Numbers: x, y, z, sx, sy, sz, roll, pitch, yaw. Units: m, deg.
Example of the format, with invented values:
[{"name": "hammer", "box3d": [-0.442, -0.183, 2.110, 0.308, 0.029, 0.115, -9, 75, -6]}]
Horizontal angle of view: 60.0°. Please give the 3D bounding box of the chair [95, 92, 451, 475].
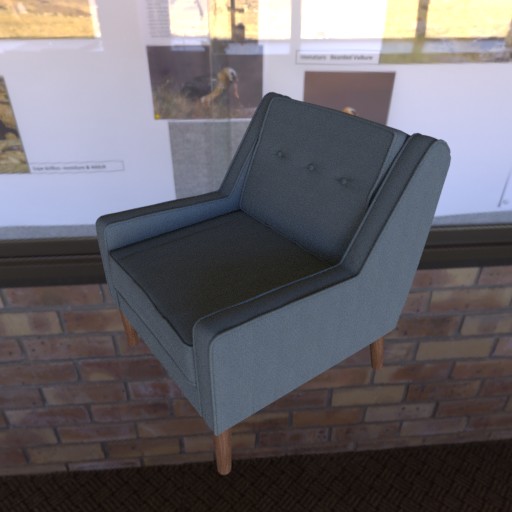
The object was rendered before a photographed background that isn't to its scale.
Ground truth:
[{"name": "chair", "box3d": [0.000, 0.000, 1.306, 0.733, 0.780, 0.663, -22, 38, -30]}]
